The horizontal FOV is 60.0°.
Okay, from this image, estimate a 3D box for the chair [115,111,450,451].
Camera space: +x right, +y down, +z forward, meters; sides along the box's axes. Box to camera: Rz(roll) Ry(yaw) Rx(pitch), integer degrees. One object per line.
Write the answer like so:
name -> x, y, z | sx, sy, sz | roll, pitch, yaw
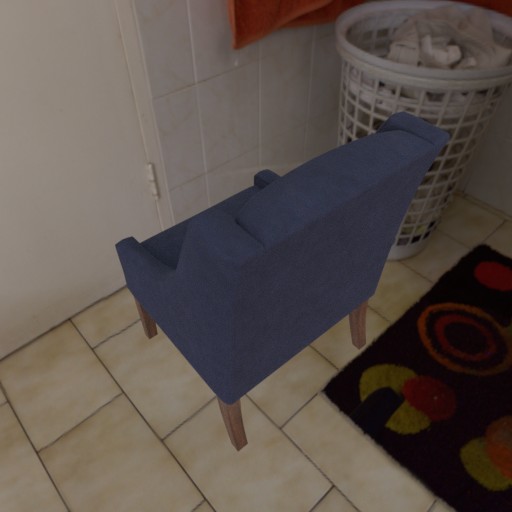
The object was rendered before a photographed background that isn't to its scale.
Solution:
chair -> 0.000, 0.000, 1.317 | 0.629, 0.895, 0.629 | -31, 54, -26
